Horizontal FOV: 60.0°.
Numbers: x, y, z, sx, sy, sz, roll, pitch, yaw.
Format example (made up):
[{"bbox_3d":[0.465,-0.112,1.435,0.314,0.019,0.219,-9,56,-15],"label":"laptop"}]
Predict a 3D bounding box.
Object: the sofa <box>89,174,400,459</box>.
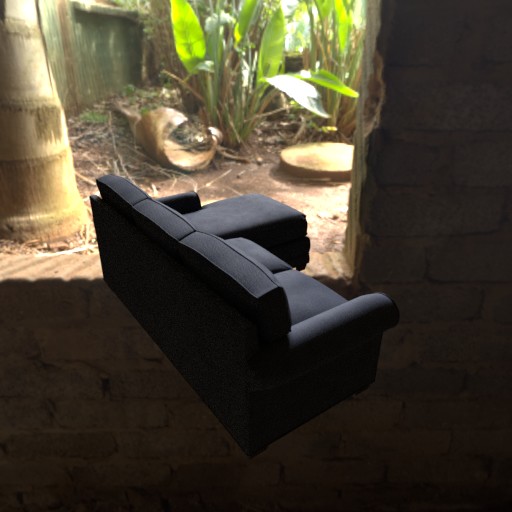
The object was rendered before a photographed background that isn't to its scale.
[{"bbox_3d":[0.000,0.000,3.470,1.780,1.063,2.567,-18,31,-31],"label":"sofa"}]
